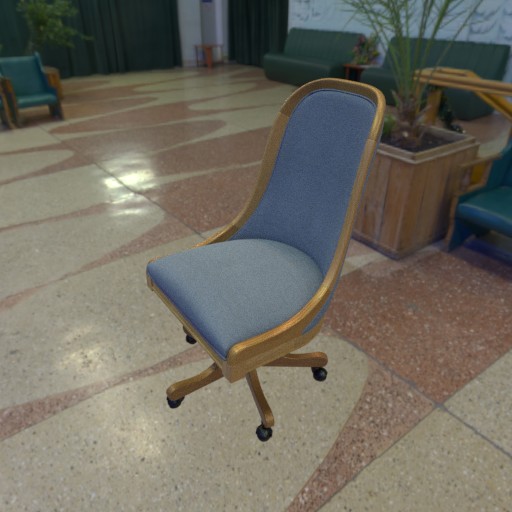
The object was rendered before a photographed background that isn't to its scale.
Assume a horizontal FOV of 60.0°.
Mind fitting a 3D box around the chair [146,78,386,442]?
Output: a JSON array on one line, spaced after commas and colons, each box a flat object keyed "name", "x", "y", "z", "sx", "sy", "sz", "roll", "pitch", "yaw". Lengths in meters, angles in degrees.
[{"name": "chair", "x": 0.000, "y": 0.000, "z": 1.472, "sx": 0.735, "sy": 1.031, "sz": 0.605, "roll": -20, "pitch": 36, "yaw": -29}]
